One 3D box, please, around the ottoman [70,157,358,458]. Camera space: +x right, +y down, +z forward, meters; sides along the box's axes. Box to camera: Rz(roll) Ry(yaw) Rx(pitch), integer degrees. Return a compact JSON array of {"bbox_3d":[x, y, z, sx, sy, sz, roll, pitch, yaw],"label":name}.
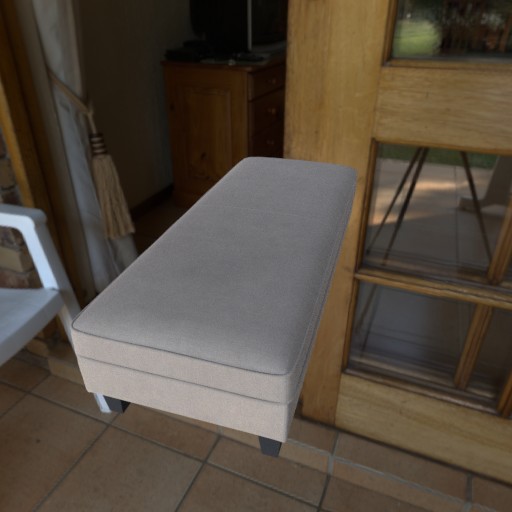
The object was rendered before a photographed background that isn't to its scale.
[{"bbox_3d":[0.000,0.000,2.020,0.735,0.460,1.726,9,31,15],"label":"ottoman"}]
